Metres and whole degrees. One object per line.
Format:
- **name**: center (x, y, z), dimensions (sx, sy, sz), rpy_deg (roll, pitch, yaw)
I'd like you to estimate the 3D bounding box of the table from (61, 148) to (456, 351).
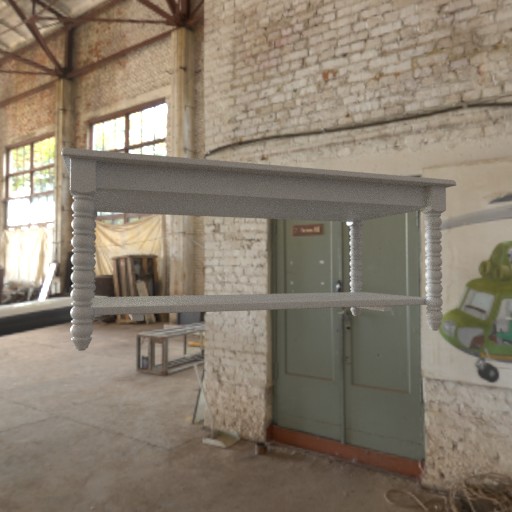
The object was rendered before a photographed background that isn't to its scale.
- **table**: center (0.000, 0.000, 1.498), dimensions (1.171, 0.487, 0.580), rpy_deg (1, -2, -19)
